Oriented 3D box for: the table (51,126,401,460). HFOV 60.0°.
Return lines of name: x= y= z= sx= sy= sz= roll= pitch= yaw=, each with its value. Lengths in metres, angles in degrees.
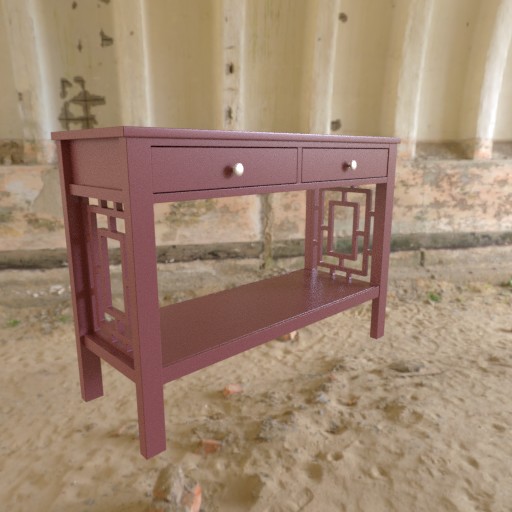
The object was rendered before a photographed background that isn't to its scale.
table: x=0.000 y=0.000 z=1.433 sx=1.068 sy=0.753 sz=0.397 roll=-12 pitch=18 yaw=-42
